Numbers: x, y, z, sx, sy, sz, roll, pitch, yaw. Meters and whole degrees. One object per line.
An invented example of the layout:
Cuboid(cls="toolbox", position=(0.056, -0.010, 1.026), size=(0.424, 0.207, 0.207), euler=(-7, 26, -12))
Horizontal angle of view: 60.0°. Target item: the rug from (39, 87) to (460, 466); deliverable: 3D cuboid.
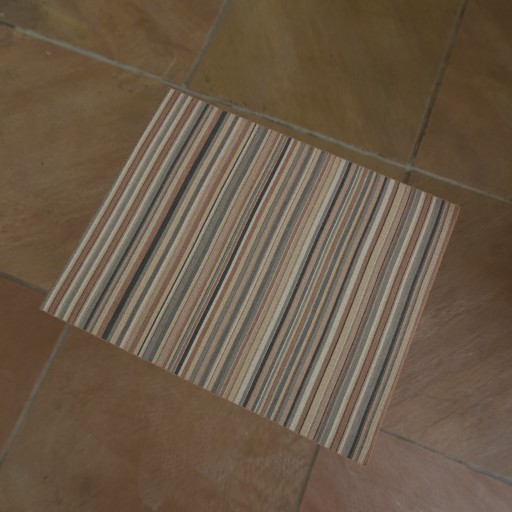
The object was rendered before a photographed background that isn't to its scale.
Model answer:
Cuboid(cls="rug", position=(0.000, 0.000, 3.970), size=(3.045, 0.011, 2.436), euler=(24, 77, 6))
